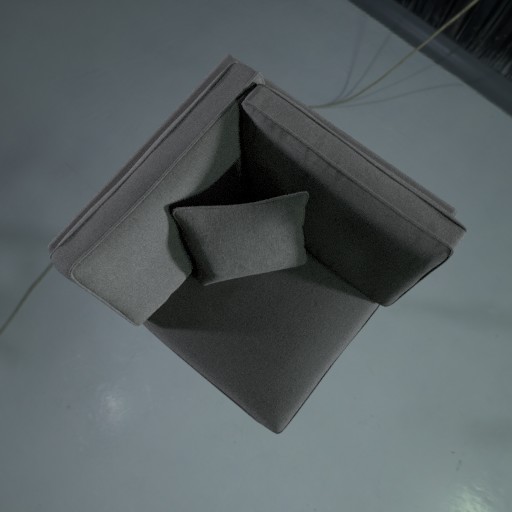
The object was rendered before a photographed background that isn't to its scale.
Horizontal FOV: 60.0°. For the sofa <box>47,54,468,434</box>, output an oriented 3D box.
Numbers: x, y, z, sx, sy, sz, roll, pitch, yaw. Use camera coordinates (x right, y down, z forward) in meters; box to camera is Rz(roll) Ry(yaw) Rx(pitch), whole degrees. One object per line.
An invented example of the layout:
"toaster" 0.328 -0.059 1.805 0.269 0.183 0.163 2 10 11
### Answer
"sofa" 0.000 0.000 1.916 1.146 1.002 1.084 38 79 9
